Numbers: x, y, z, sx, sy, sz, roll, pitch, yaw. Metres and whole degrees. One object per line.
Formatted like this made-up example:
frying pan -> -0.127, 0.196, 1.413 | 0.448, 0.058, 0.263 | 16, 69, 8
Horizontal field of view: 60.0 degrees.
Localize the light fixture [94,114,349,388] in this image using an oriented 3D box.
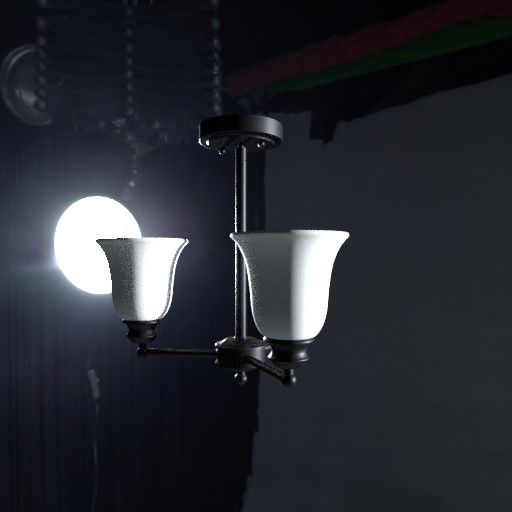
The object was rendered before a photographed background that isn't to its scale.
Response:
light fixture -> 0.000, 0.000, 0.669 | 0.388, 0.370, 0.354 | 0, 0, 36
